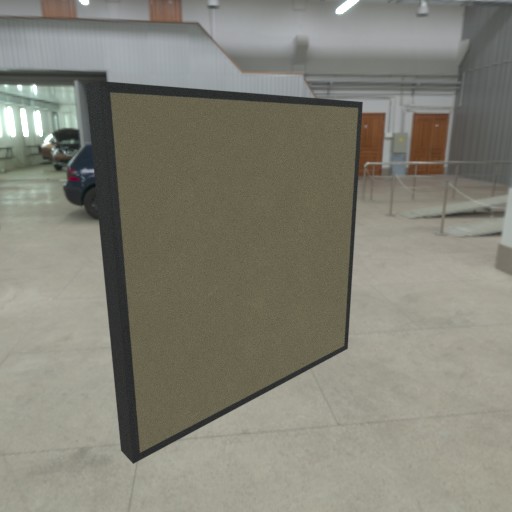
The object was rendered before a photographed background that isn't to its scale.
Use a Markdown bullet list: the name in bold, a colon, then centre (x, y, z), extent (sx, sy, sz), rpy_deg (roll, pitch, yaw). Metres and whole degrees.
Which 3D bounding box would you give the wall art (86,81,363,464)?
- **wall art**: centre (0.000, 0.000, 0.739), extent (0.509, 0.507, 0.037), rpy_deg (-14, 21, -41)
